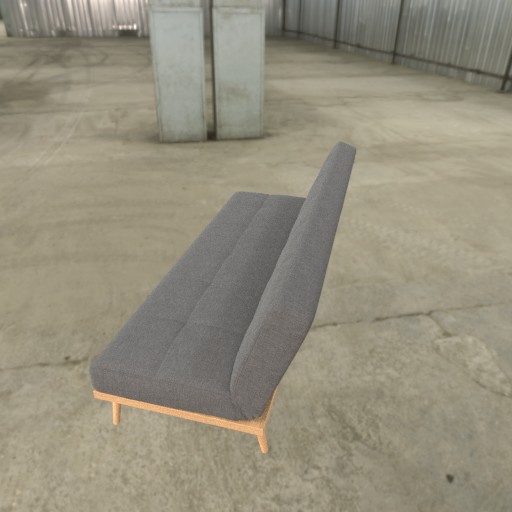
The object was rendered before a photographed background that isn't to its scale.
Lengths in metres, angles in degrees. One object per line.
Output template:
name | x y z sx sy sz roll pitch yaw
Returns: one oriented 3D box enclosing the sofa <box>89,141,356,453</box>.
sofa | 0.000 0.000 2.266 0.820 0.770 1.820 8 31 13
